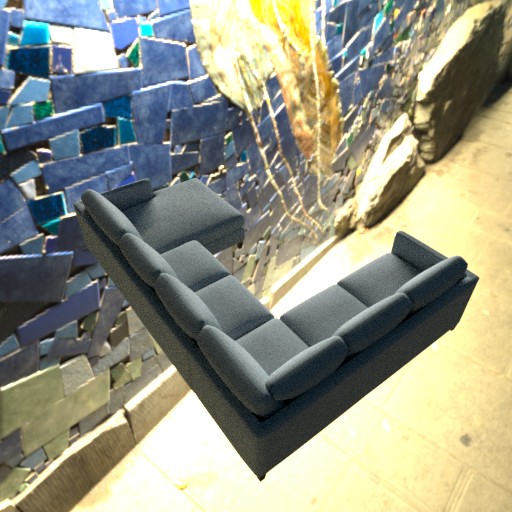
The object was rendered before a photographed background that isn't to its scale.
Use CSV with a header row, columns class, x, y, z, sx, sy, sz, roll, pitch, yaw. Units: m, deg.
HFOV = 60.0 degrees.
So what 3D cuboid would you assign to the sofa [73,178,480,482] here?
class,x,y,z,sx,sy,sz,roll,pitch,yaw
sofa,0.000,0.000,4.572,2.551,0.889,3.403,-26,47,-27
